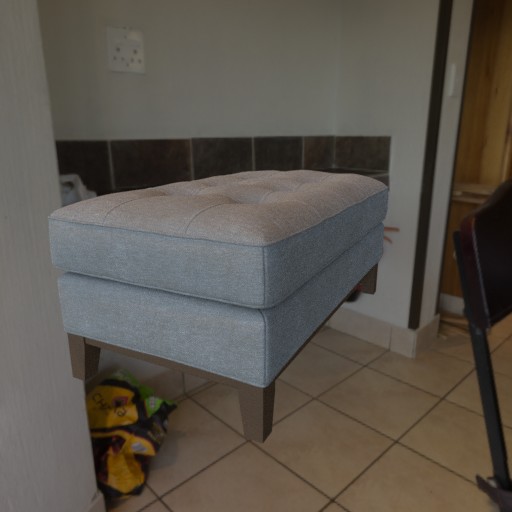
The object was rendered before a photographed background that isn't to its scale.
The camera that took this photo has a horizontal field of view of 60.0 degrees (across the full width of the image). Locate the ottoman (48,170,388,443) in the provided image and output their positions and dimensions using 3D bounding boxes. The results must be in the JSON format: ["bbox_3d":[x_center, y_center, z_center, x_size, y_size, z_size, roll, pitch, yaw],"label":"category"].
[{"bbox_3d":[0.000,0.000,1.506,0.648,0.514,1.143,8,18,26],"label":"ottoman"}]
